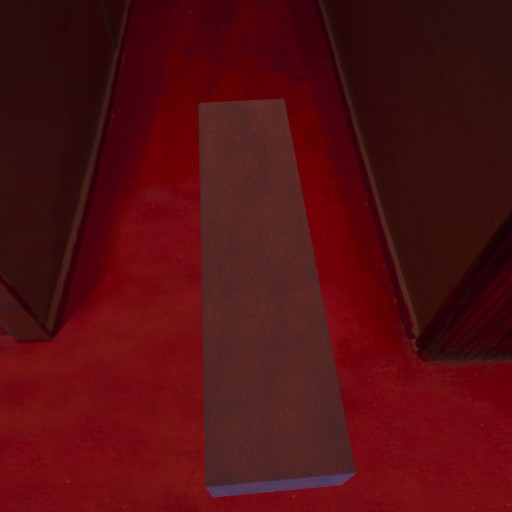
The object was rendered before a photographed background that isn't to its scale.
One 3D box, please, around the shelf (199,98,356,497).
[{"bbox_3d":[0.000,0.000,0.652,0.152,0.088,0.607,-4,56,-3],"label":"shelf"}]
